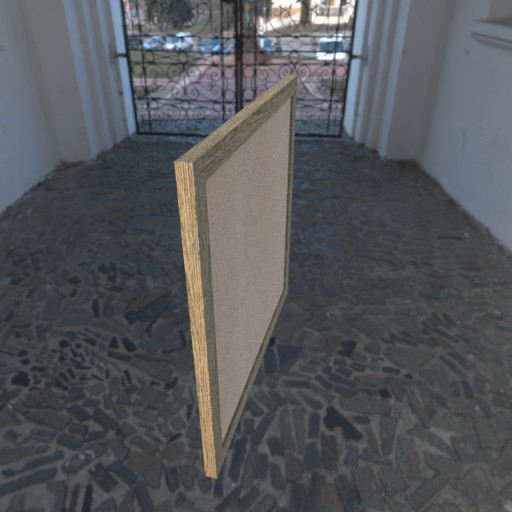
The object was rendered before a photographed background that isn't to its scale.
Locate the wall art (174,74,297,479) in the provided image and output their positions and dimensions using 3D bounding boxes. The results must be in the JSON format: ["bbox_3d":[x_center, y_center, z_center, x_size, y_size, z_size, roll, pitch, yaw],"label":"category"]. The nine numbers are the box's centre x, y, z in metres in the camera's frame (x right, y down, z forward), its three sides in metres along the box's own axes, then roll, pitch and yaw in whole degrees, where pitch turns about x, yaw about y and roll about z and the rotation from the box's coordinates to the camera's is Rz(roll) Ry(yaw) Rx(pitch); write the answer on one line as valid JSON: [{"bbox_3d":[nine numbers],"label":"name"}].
[{"bbox_3d":[0.000,0.000,0.765,0.019,0.508,0.508,8,32,14],"label":"wall art"}]
